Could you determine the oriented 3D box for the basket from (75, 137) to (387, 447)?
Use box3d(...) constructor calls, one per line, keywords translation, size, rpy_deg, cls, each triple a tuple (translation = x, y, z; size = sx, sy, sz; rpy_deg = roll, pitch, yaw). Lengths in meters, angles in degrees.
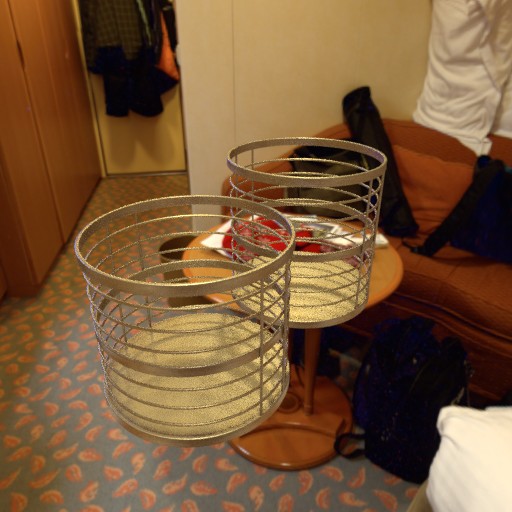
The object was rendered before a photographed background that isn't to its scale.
box3d(translation=(0.000, 0.000, 0.936), size=(0.356, 0.351, 0.746), rpy_deg=(18, 32, 31), cls="basket")
